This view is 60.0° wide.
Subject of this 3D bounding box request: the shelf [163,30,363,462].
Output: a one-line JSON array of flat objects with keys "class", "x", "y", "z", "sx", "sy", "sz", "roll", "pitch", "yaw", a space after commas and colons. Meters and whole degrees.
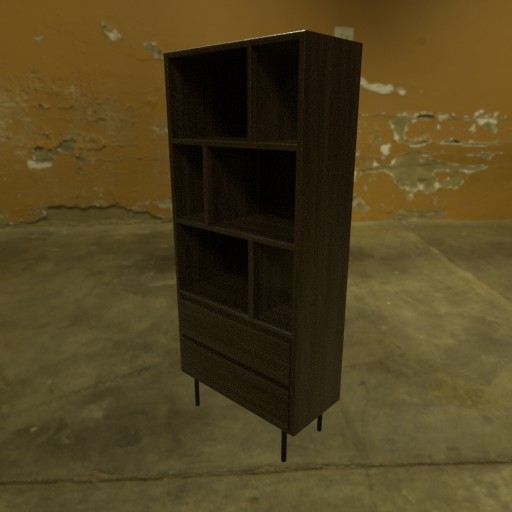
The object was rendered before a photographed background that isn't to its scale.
[{"class": "shelf", "x": 0.000, "y": 0.000, "z": 1.803, "sx": 0.670, "sy": 1.545, "sz": 0.323, "roll": 15, "pitch": 23, "yaw": 40}]
